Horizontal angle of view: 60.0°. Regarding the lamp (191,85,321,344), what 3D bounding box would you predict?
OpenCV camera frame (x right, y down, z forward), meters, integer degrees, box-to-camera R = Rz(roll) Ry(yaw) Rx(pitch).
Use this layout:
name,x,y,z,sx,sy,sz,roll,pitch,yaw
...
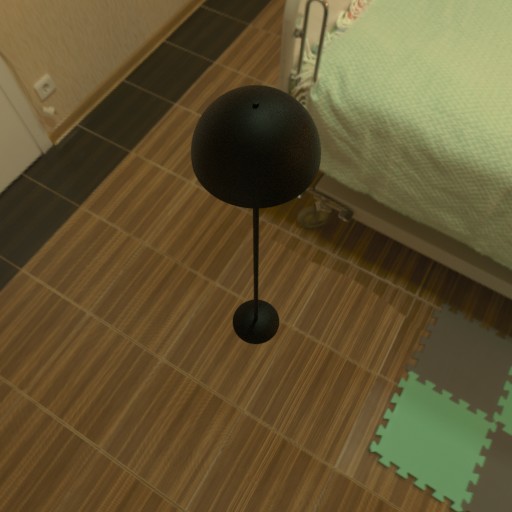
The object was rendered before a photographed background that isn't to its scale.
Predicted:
name,x,y,z,sx,sy,sz,roll,pitch,yaw
lamp,0.000,0.000,1.630,0.328,1.480,0.328,2,63,1
